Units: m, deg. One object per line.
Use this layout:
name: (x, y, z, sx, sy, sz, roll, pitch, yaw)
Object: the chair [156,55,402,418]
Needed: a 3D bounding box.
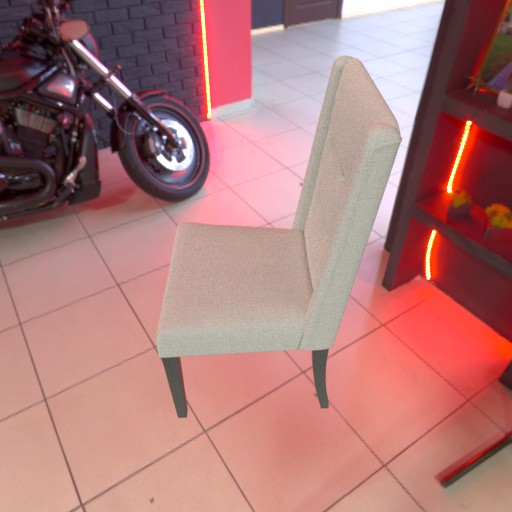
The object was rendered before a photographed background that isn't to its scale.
chair: (0.000, 0.000, 1.252, 0.523, 0.961, 0.474, -1, 41, -1)
